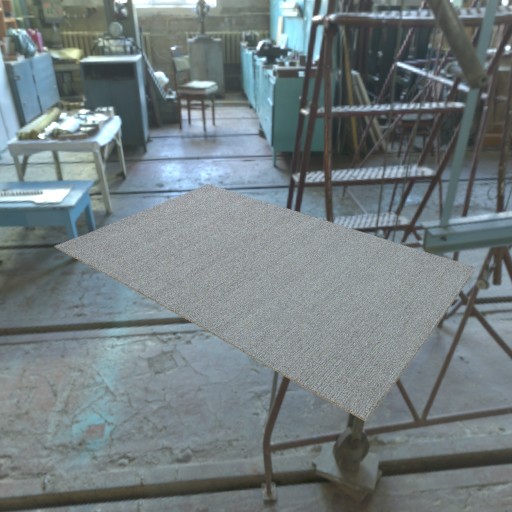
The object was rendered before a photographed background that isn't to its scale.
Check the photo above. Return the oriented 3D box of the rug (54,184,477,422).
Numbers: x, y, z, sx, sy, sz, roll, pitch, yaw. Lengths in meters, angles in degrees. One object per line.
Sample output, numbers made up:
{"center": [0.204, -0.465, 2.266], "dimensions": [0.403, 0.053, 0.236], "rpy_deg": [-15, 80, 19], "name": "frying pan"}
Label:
{"center": [0.000, 0.000, 2.214], "dimensions": [1.792, 0.021, 1.154], "rpy_deg": [22, 36, 33], "name": "rug"}
